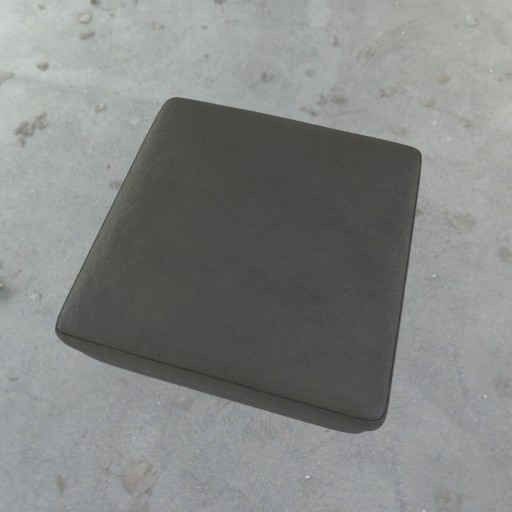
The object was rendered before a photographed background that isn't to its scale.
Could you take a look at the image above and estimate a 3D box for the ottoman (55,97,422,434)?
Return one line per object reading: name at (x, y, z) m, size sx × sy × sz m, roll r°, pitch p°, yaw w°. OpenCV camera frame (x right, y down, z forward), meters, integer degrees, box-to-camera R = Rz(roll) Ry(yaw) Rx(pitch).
ottoman at (0.000, 0.000, 1.333) m, size 0.836 × 0.415 × 0.844 m, roll 14°, pitch 65°, yaw 7°
